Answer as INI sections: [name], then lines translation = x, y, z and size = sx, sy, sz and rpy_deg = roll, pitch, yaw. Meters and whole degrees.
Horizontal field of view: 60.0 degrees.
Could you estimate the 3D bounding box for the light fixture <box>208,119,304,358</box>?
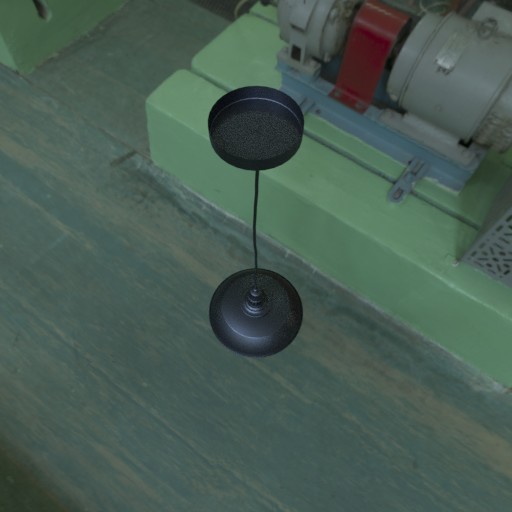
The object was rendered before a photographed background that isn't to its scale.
[light fixture]
translation = 0.000, 0.000, 1.162
size = 0.331, 0.993, 0.331
rpy_deg = 32, 68, 15
